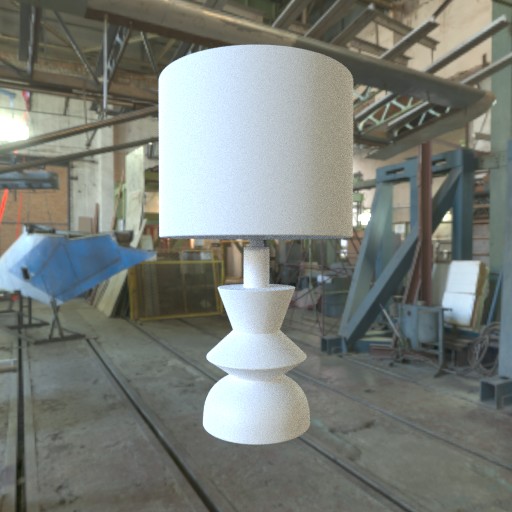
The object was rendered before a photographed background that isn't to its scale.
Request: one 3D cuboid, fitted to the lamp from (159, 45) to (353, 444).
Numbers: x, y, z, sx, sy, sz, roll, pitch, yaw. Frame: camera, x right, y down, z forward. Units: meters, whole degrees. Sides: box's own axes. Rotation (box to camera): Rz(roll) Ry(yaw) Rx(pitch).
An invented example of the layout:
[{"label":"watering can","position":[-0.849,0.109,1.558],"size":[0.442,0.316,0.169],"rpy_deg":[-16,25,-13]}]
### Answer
[{"label":"lamp","position":[0.000,0.000,0.707],"size":[0.301,0.533,0.301],"rpy_deg":[0,1,17]}]
